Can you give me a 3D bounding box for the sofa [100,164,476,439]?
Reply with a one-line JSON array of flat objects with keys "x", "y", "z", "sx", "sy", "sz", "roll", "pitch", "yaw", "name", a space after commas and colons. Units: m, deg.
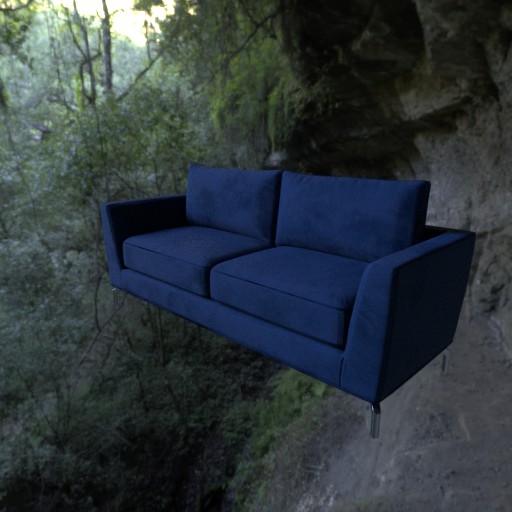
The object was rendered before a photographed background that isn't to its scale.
[{"x": 0.000, "y": 0.000, "z": 2.678, "sx": 2.212, "sy": 0.998, "sz": 0.853, "roll": 14, "pitch": 21, "yaw": 42, "name": "sofa"}]
